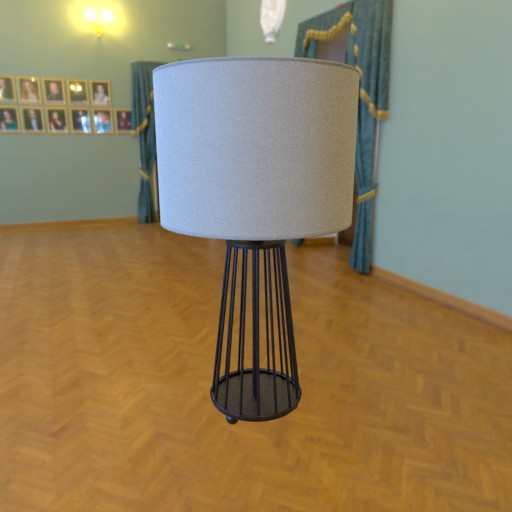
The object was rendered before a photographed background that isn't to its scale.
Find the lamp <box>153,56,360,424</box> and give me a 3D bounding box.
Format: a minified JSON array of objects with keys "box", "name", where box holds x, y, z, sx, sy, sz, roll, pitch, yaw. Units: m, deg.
[{"box":[0.000,0.000,0.778,0.322,0.593,0.322,-7,16,-25],"name":"lamp"}]
